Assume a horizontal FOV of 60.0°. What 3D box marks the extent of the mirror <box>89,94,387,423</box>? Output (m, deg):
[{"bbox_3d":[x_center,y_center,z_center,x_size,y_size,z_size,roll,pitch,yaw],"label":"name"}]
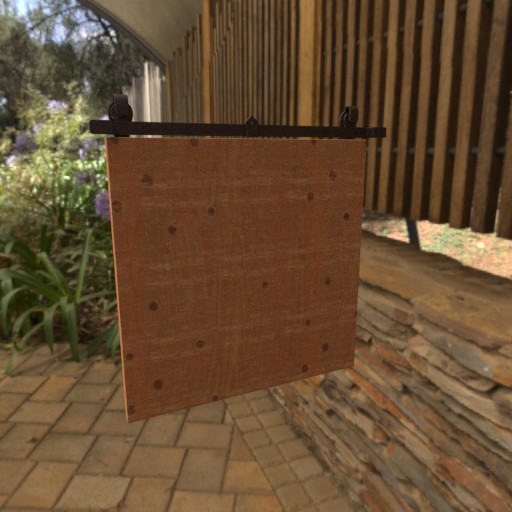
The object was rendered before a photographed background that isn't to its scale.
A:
[{"bbox_3d":[0.000,0.000,1.206,0.805,0.800,0.054,-6,15,-25],"label":"mirror"}]
